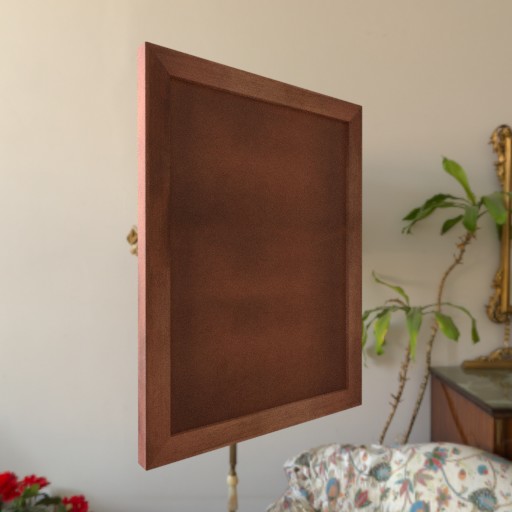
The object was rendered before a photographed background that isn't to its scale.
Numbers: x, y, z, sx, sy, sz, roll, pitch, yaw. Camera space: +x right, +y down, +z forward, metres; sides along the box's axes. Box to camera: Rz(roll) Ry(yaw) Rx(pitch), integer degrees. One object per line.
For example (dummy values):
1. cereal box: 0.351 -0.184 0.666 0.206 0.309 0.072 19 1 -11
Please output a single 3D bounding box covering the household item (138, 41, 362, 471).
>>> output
1. household item: 0.000 0.000 0.538 0.310 0.407 0.067 0 0 -36
